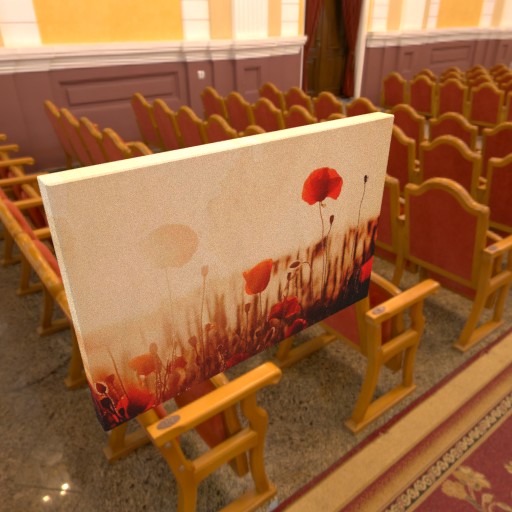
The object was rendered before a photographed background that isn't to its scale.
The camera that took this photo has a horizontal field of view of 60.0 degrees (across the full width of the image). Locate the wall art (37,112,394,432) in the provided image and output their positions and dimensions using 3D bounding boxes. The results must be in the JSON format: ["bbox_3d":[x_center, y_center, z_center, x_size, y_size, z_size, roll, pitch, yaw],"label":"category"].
[{"bbox_3d":[0.000,0.000,0.762,0.613,0.402,0.040,-20,35,-32],"label":"wall art"}]
